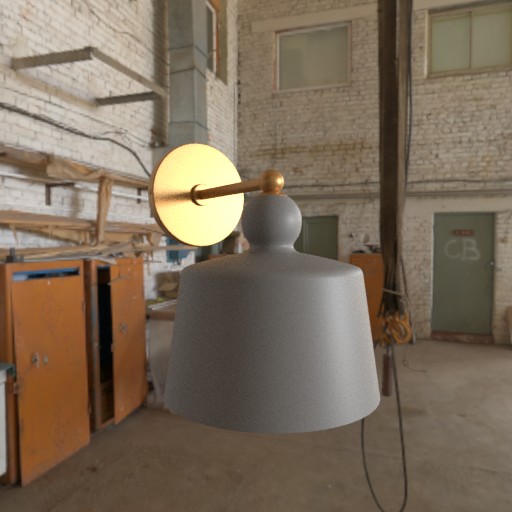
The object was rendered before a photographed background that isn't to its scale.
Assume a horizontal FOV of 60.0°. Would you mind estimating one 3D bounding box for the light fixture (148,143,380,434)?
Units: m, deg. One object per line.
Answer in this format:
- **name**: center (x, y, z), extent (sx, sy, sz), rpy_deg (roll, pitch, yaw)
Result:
- **light fixture**: center (0.000, 0.000, 0.447), extent (0.204, 0.268, 0.254), rpy_deg (-1, 2, -36)
